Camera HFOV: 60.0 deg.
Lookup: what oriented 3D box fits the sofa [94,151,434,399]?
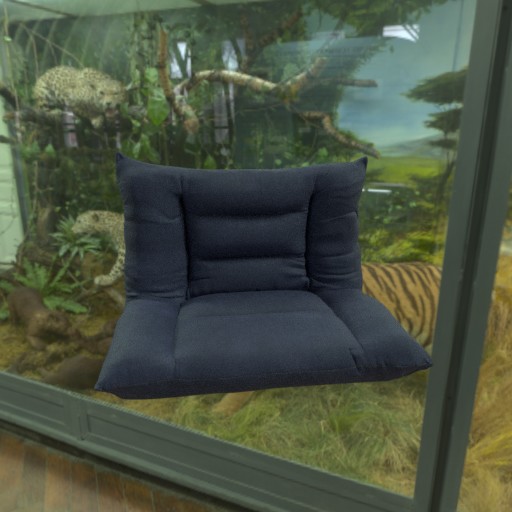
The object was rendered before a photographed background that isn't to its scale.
[{"bbox_3d":[0.000,0.000,1.752,1.122,0.778,0.849,-2,17,-7],"label":"sofa"}]
